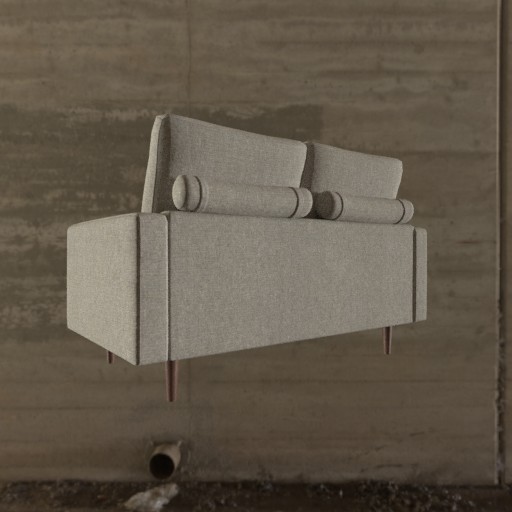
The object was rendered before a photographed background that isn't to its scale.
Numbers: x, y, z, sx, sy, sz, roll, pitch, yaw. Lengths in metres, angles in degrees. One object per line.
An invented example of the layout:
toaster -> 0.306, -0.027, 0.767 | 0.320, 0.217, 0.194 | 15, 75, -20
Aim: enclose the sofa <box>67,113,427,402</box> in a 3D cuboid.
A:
sofa -> 0.000, 0.000, 1.952 | 1.407, 0.907, 0.842 | 0, 1, -36
